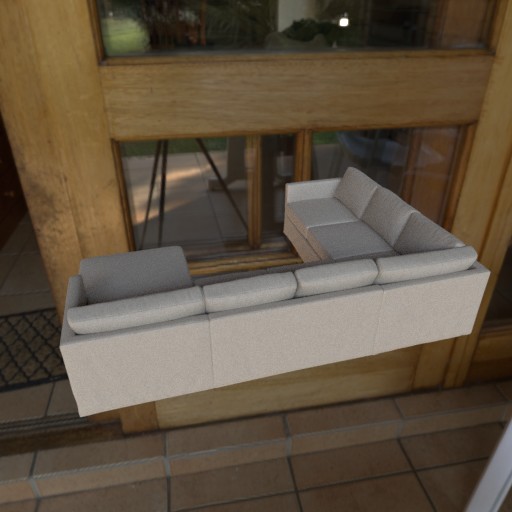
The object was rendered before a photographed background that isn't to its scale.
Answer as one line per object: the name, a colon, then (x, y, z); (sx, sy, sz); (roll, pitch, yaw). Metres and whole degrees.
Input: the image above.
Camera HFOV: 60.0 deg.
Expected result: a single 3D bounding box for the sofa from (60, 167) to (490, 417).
sofa: (0.000, 0.000, 4.461); (3.460, 0.882, 2.427); (-8, 31, -14)
